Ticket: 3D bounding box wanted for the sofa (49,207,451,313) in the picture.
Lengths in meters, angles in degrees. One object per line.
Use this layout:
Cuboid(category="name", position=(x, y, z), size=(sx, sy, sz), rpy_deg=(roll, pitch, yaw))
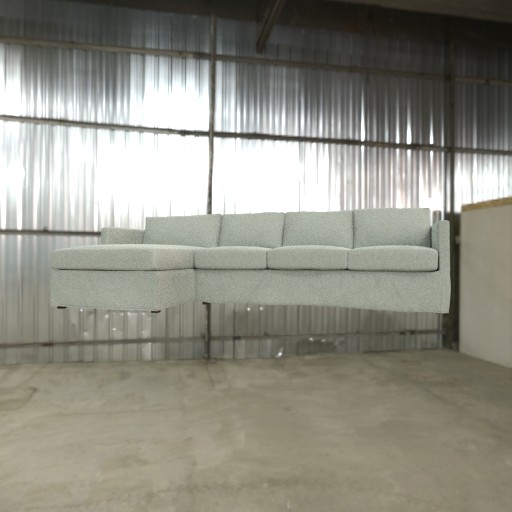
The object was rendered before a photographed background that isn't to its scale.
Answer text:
Cuboid(category="sofa", position=(0.000, 0.000, 3.984), size=(3.205, 0.922, 1.650), rpy_deg=(0, 0, 17))
